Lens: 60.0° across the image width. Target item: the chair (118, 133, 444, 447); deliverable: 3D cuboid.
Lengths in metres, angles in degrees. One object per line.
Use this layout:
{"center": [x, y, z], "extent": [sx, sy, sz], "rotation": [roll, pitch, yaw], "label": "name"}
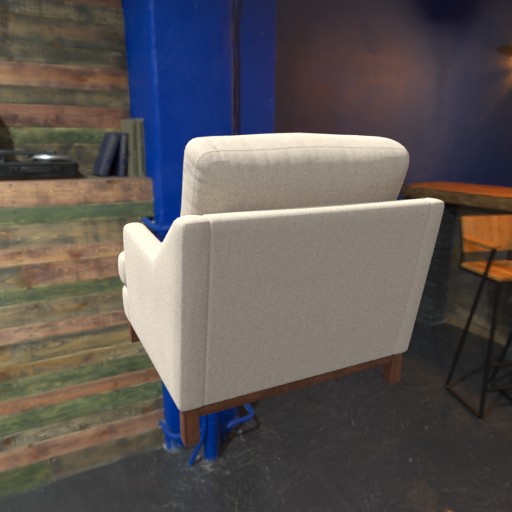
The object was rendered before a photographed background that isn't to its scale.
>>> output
{"center": [0.000, 0.000, 1.731], "extent": [0.912, 0.916, 1.001], "rotation": [-7, 16, -25], "label": "chair"}
